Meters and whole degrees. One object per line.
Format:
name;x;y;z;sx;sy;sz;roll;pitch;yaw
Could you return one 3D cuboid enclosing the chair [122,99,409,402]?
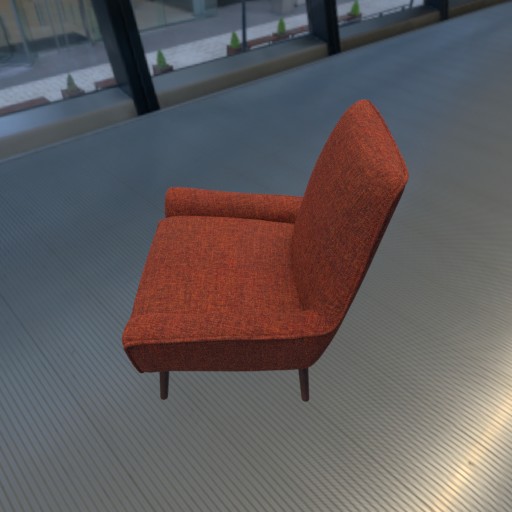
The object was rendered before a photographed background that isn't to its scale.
chair;0.000;0.000;1.519;0.784;0.911;0.803;1;41;1
